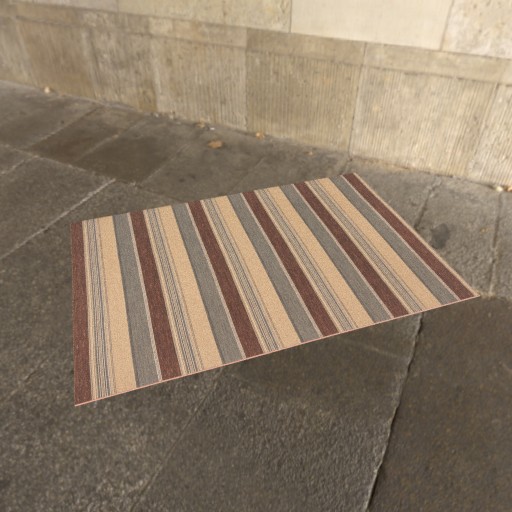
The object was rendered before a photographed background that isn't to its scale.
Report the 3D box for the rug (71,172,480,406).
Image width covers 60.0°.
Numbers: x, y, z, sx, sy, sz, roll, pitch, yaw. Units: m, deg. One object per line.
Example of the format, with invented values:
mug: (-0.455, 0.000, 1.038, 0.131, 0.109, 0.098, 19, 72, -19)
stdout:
rug: (0.000, 0.000, 2.314, 1.829, 0.008, 1.219, -12, 42, -14)
